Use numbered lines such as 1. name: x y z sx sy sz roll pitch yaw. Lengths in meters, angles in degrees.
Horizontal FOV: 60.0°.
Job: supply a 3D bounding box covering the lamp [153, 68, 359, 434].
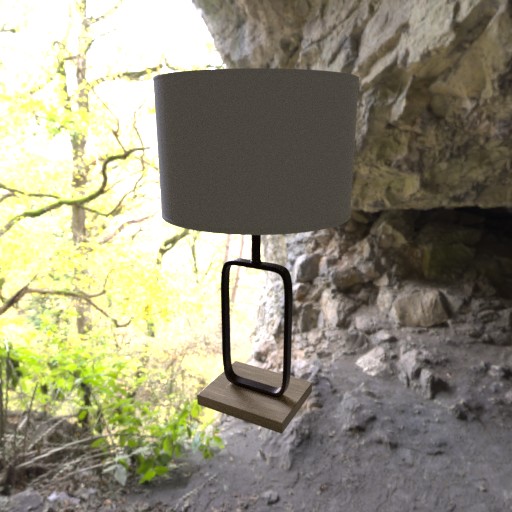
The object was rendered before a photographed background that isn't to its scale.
1. lamp: 0.000 0.000 0.686 0.279 0.508 0.279 9 19 27
